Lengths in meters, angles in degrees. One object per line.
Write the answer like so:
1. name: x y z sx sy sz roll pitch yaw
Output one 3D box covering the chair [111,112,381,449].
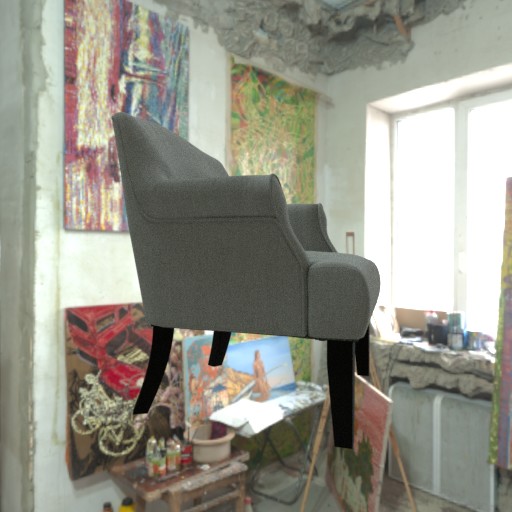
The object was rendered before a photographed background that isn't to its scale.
1. chair: 0.000 0.000 1.431 0.755 0.880 0.772 0 1 18
